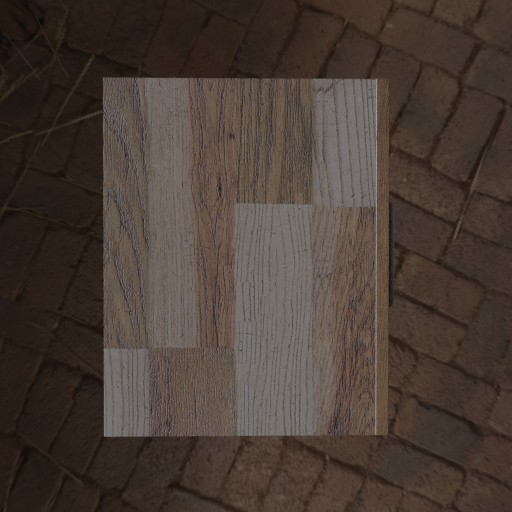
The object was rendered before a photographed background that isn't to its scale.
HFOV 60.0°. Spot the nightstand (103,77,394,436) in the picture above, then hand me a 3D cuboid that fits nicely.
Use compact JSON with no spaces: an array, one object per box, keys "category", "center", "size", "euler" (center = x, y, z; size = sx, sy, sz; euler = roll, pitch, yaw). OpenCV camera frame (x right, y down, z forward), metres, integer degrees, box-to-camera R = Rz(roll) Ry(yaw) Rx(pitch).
[{"category":"nightstand","center":[0.000,0.000,1.004],"size":[0.481,0.632,0.558],"euler":[0,91,-1]}]
